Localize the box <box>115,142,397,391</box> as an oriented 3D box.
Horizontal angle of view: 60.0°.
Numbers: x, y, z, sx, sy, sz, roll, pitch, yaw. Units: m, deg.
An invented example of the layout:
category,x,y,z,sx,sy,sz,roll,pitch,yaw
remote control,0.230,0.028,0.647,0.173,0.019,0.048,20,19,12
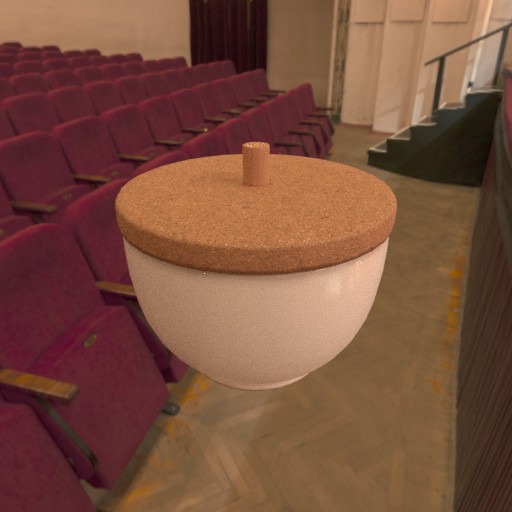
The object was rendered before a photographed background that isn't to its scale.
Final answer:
category,x,y,z,sx,sy,sz,roll,pitch,yaw
box,0.000,0.000,0.188,0.107,0.094,0.107,0,27,0
